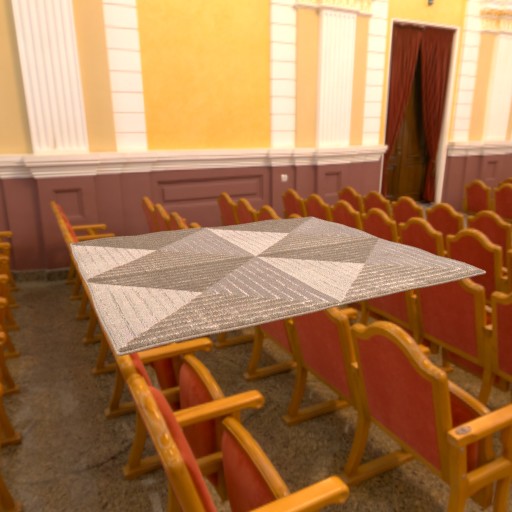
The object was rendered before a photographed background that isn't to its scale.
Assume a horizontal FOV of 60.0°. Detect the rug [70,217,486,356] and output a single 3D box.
[{"bbox_3d":[0.000,0.000,0.874,0.642,0.008,0.551,-8,19,-26],"label":"rug"}]
